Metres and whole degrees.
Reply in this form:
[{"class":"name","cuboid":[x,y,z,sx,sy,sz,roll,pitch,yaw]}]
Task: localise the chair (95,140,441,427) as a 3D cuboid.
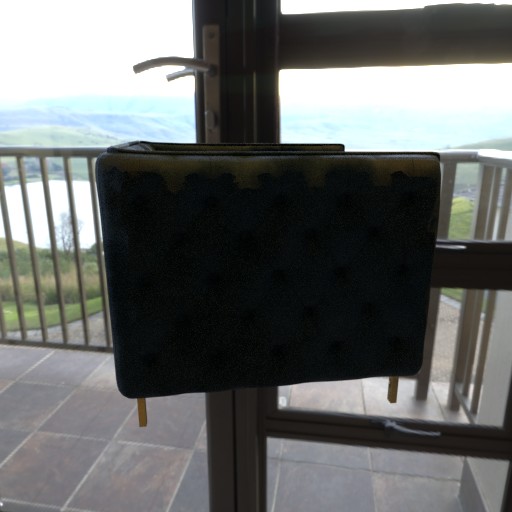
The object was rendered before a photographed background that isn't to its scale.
[{"class":"chair","cuboid":[0.000,0.000,1.545,0.877,0.771,0.868,-2,16,-8]}]
